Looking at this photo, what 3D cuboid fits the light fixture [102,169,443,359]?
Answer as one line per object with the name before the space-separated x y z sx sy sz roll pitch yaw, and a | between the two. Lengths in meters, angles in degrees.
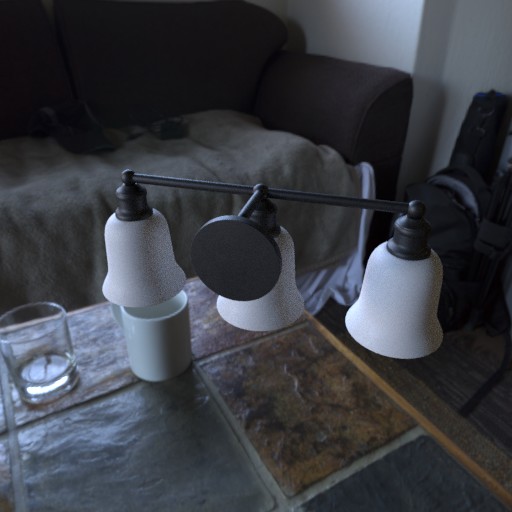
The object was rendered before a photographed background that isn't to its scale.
light fixture | 0.000 0.000 0.660 0.570 0.211 0.198 8 32 14
